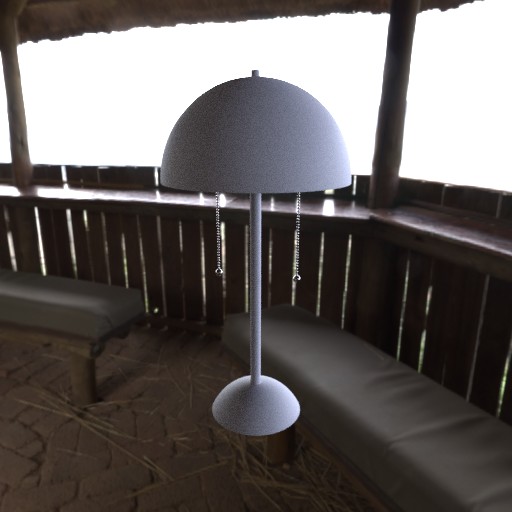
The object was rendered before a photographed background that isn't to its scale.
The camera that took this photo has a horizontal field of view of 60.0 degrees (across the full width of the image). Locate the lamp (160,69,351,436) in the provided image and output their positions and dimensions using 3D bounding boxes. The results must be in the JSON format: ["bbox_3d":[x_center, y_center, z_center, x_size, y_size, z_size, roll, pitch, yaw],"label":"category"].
[{"bbox_3d":[0.000,0.000,0.423,0.171,0.330,0.171,0,15,0],"label":"lamp"}]
